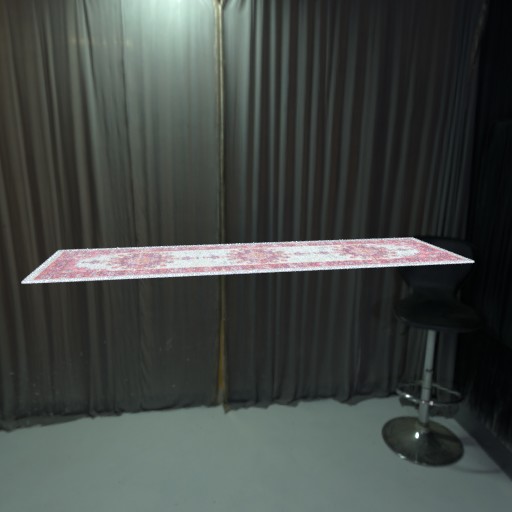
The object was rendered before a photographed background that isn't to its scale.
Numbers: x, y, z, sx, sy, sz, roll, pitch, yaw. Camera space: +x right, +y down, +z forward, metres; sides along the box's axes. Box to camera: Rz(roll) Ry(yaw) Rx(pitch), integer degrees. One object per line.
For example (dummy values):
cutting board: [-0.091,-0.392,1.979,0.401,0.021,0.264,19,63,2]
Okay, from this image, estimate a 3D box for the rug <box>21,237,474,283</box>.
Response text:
rug: [0.000,0.000,2.527,2.294,0.011,0.666,-2,14,-9]
